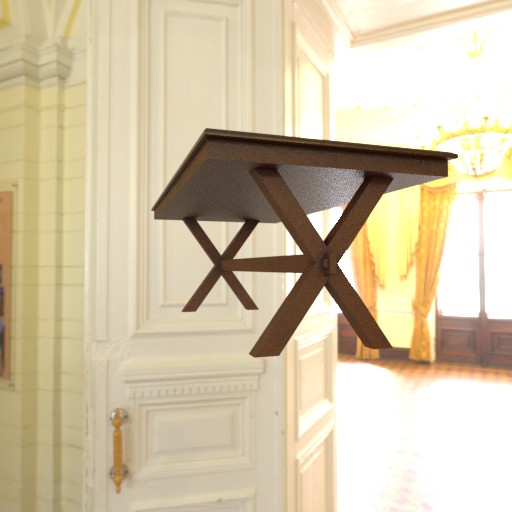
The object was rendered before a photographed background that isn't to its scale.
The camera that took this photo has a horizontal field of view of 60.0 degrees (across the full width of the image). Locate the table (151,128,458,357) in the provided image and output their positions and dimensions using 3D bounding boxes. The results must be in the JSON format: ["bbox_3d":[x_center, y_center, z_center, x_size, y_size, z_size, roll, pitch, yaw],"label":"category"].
[{"bbox_3d":[0.000,0.000,1.496,0.594,0.459,1.197,0,-2,-18],"label":"table"}]
